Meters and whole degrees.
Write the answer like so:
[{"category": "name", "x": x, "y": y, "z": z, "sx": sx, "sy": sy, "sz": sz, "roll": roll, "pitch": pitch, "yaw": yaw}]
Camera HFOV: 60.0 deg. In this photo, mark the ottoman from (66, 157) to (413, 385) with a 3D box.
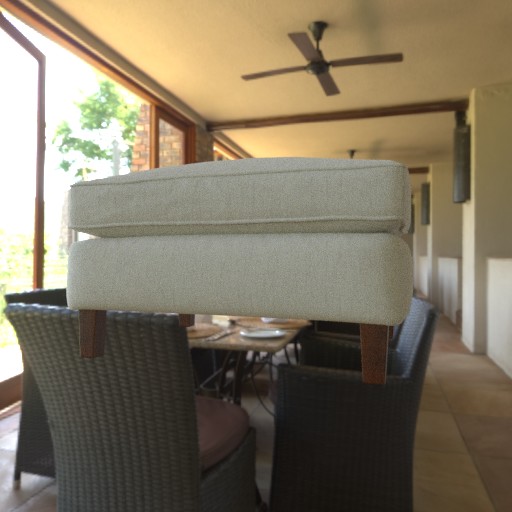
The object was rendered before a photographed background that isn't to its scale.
[{"category": "ottoman", "x": 0.000, "y": 0.000, "z": 0.995, "sx": 0.665, "sy": 0.406, "sz": 0.501, "roll": 0, "pitch": 0, "yaw": 19}]
